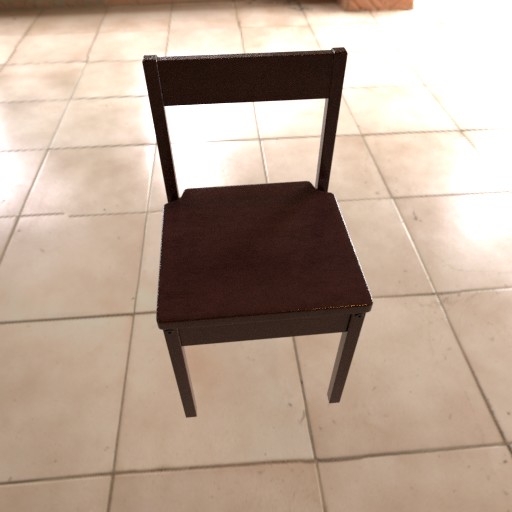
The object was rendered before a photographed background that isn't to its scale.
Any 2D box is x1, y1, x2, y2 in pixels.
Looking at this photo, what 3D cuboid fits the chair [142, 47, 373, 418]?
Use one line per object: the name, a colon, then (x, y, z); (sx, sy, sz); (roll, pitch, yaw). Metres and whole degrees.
chair: (0.000, 0.000, 0.893); (0.367, 0.668, 0.361); (-4, 46, -4)
